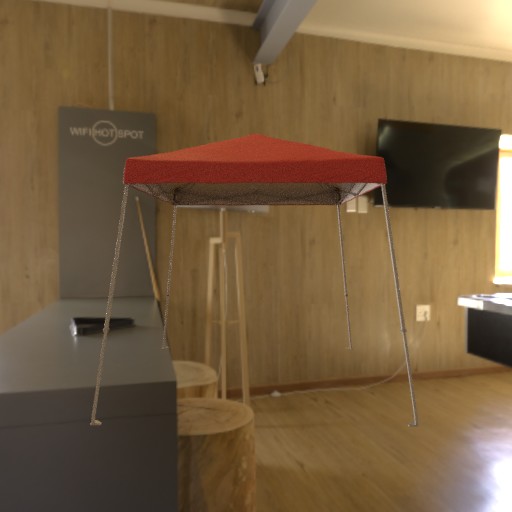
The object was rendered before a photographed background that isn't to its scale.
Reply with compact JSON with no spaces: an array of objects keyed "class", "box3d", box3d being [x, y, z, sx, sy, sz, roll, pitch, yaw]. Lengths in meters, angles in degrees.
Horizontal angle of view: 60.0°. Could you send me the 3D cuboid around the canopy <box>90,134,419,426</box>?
[{"class":"canopy","box3d":[0.000,0.000,6.582,3.600,3.600,3.599,0,2,1]}]
